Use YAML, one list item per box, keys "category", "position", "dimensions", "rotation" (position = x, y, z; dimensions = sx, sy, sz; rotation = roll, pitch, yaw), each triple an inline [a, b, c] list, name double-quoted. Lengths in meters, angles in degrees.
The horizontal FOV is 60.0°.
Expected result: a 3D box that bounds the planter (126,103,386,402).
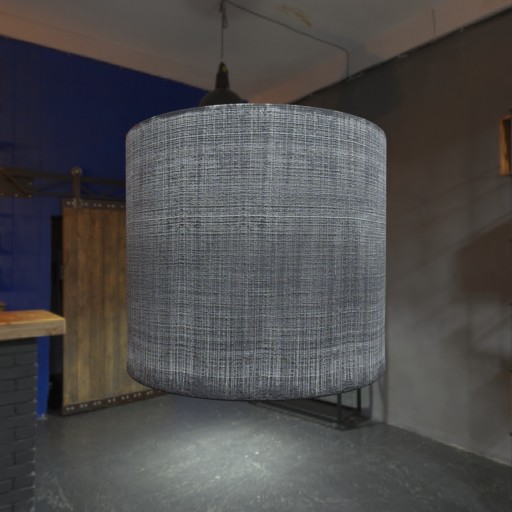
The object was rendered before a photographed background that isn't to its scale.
- category: "planter"
  position: [0.000, 0.000, 0.450]
  dimensions: [0.254, 0.221, 0.254]
  rotation: [0, 0, 0]
